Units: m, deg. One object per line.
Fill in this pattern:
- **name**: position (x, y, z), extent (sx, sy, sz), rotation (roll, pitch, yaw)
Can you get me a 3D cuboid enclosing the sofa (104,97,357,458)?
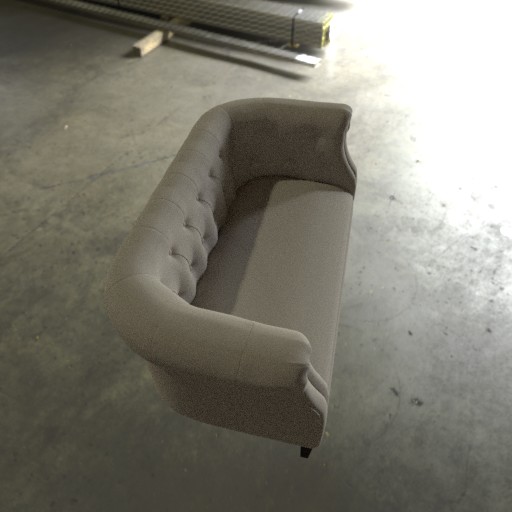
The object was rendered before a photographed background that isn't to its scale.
- **sofa**: position (0.000, 0.000, 2.033), extent (0.835, 0.827, 1.558), rotation (10, 48, 9)
